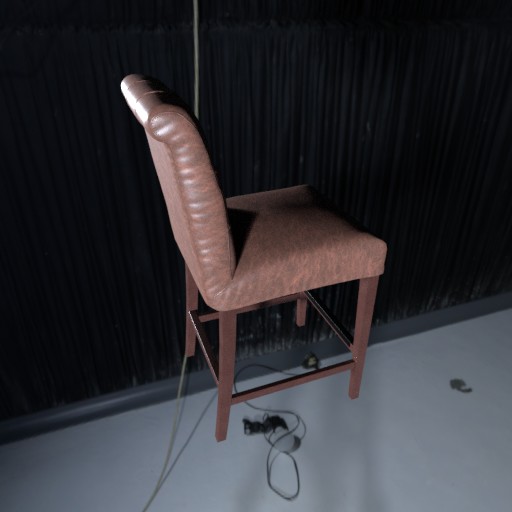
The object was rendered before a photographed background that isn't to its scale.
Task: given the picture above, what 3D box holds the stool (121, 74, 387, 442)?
[{"bbox_3d":[0.000,0.000,1.436,0.660,1.084,0.486,-11,33,-18],"label":"stool"}]
